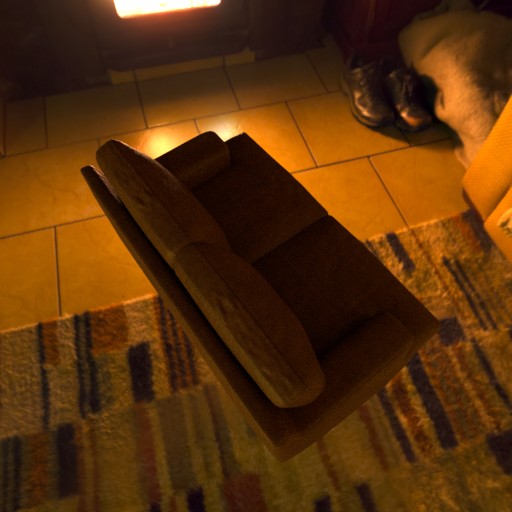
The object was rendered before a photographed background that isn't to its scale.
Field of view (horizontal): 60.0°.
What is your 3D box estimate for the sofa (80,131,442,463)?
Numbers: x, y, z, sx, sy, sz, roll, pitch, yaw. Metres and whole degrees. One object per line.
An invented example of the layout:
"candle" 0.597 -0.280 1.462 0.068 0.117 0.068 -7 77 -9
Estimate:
"sofa" 0.000 0.000 2.497 1.143 0.939 1.880 -32 63 -18
